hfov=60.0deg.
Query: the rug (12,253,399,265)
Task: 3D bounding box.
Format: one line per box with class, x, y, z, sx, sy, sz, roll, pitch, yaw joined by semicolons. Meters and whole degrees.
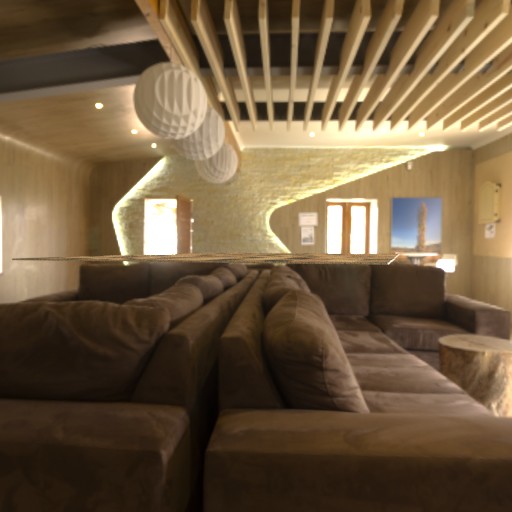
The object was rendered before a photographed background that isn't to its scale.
rug;0.000;0.000;4.037;2.451;0.011;3.072;0;1;19
